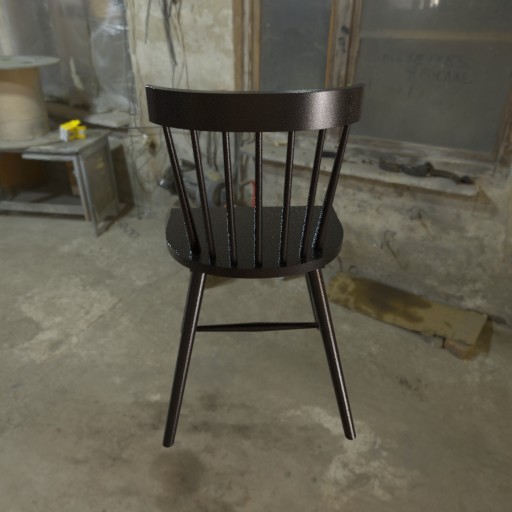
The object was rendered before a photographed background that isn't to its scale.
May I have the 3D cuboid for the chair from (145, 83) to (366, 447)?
[{"bbox_3d":[0.000,0.000,1.151,0.506,0.844,0.483,-1,29,-2],"label":"chair"}]
